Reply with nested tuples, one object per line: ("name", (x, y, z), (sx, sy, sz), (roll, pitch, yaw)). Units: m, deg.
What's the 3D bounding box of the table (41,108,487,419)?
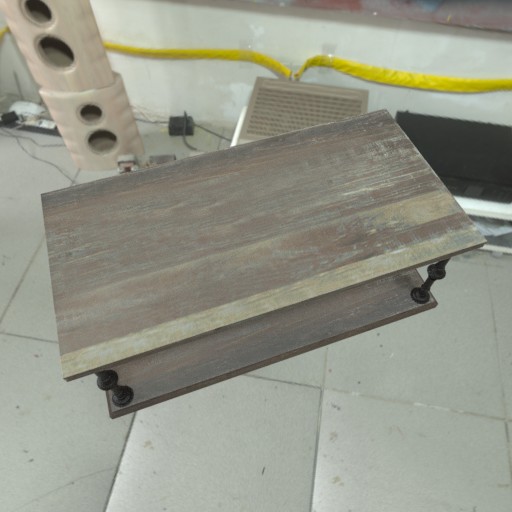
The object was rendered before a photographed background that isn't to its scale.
("table", (0.000, 0.000, 1.370), (1.088, 0.399, 0.554), (-17, 59, -10))
